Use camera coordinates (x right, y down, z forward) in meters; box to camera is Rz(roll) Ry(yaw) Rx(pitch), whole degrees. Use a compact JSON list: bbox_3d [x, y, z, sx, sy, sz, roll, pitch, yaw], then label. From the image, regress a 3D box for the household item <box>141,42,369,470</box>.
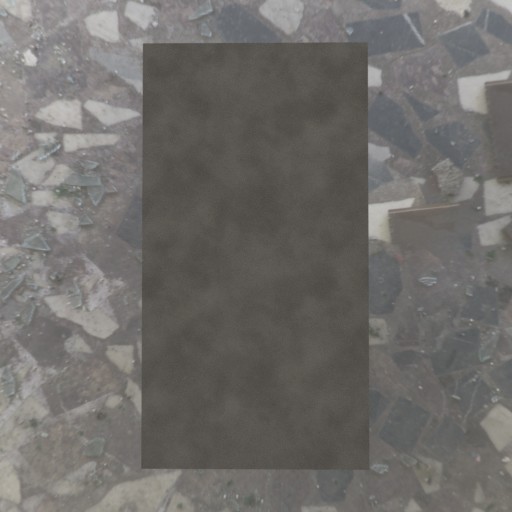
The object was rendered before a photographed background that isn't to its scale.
[{"bbox_3d":[0.000,0.000,2.039,0.850,0.755,1.600,0,89,1],"label":"household item"}]
